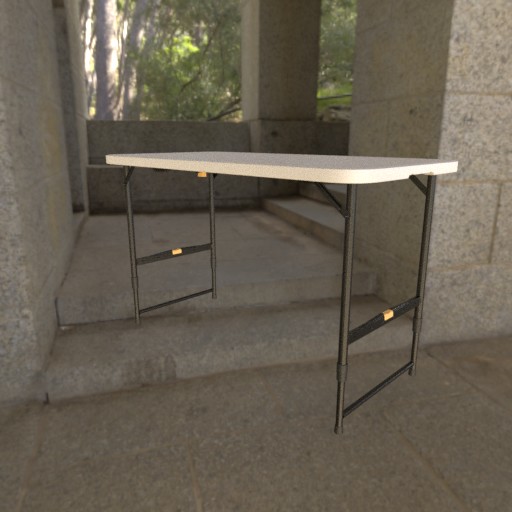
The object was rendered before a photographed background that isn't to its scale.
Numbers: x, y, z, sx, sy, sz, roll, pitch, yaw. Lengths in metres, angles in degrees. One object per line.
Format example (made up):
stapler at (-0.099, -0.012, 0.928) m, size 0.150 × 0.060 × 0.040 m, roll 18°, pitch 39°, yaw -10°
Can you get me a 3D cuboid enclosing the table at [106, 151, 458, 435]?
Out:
table at (0.000, 0.000, 1.686) m, size 0.611 × 0.737 × 1.245 m, roll -14°, pitch 21°, yaw -43°
